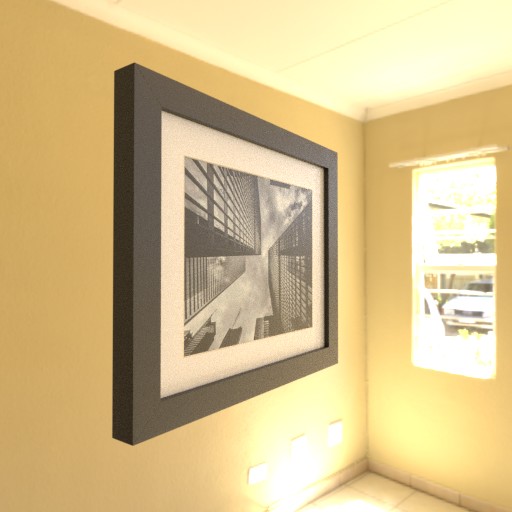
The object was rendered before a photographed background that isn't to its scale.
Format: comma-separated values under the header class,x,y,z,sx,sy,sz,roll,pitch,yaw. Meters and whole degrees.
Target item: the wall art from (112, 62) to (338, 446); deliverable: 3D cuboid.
class,x,y,z,sx,sy,sz,roll,pitch,yaw
wall art,0.000,0.000,0.532,0.028,0.321,0.381,-1,-1,37
